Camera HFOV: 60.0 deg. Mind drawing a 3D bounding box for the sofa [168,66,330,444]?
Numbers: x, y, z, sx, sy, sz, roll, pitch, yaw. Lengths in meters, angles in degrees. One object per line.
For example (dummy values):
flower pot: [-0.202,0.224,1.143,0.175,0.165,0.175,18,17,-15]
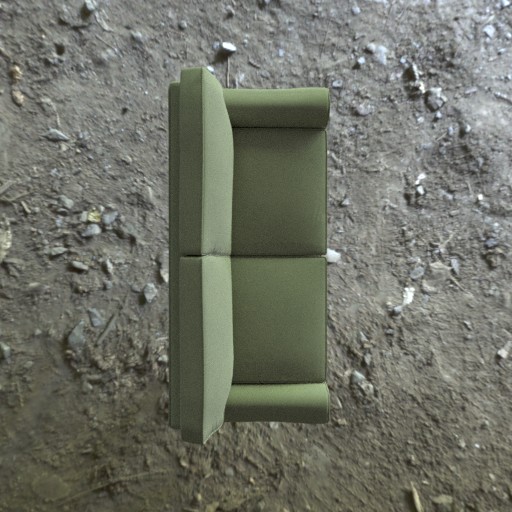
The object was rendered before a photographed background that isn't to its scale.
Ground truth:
sofa: [0.000,0.000,2.423,0.841,1.024,1.823,0,90,-1]
